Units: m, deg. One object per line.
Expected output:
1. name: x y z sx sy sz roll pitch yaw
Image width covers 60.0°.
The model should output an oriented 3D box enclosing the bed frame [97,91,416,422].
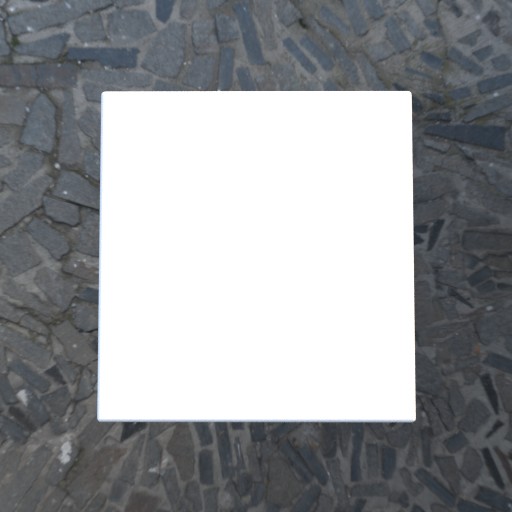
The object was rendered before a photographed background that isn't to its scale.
1. bed frame: 0.000 0.000 2.965 1.935 0.525 2.033 0 88 0
